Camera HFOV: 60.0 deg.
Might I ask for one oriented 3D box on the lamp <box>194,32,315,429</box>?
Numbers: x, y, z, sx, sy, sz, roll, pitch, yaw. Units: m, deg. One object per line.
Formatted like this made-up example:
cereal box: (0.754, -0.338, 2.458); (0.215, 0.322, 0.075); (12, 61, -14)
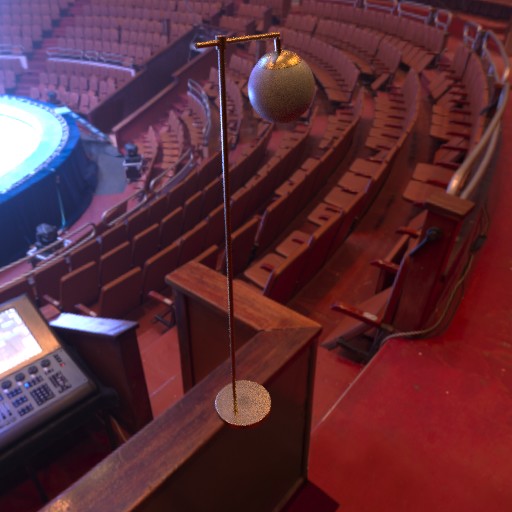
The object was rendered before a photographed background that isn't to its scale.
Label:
lamp: (0.000, 0.000, 1.658); (0.249, 1.505, 0.476); (23, 39, 32)
